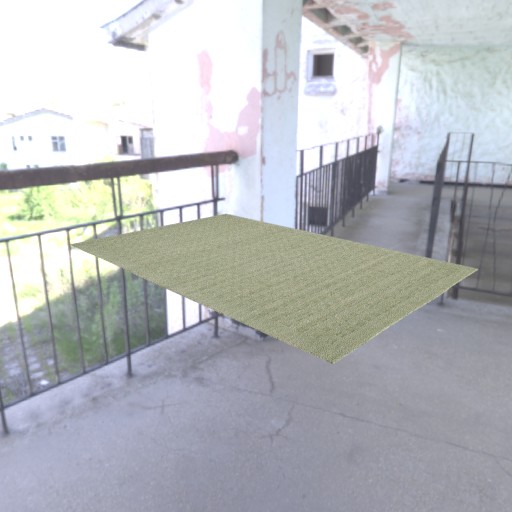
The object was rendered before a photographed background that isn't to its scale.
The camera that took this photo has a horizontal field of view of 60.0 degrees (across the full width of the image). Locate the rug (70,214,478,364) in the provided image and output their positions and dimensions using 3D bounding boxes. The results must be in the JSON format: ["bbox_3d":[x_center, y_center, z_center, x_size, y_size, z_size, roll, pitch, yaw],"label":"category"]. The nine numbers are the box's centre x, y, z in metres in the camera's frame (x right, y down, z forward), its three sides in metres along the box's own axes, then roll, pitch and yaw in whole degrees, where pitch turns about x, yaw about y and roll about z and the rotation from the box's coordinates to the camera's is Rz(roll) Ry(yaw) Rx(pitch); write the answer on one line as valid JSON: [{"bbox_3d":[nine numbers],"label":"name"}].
[{"bbox_3d":[0.000,0.000,2.229,1.747,0.006,1.143,16,24,42],"label":"rug"}]
